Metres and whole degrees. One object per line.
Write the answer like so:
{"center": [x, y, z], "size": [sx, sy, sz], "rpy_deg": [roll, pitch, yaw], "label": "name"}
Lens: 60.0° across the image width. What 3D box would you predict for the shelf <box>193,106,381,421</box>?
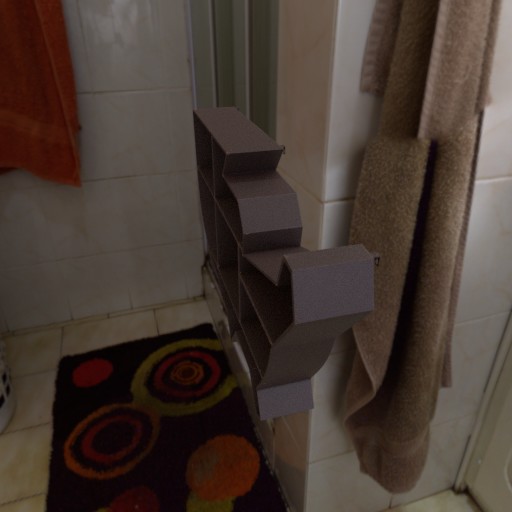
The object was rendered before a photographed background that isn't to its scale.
{"center": [0.000, 0.000, 0.891], "size": [0.112, 0.439, 0.729], "rpy_deg": [-8, 31, -14], "label": "shelf"}
